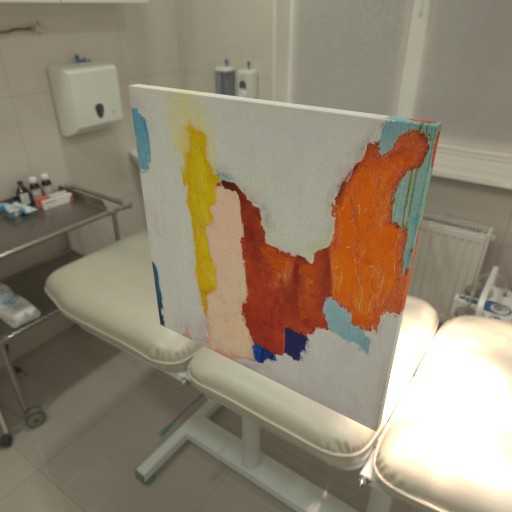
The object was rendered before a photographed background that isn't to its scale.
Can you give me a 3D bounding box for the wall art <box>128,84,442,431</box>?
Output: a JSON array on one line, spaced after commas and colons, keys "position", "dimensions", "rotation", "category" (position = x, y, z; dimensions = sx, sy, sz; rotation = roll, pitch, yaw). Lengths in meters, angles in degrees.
[{"position": [0.000, 0.000, 1.210], "dimensions": [0.814, 0.814, 0.037], "rotation": [19, 35, 30], "category": "wall art"}]
